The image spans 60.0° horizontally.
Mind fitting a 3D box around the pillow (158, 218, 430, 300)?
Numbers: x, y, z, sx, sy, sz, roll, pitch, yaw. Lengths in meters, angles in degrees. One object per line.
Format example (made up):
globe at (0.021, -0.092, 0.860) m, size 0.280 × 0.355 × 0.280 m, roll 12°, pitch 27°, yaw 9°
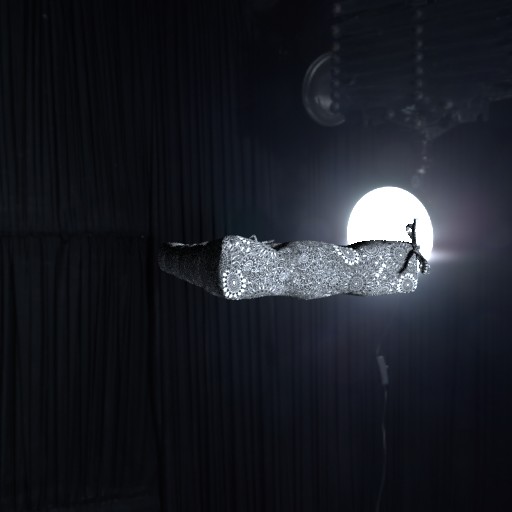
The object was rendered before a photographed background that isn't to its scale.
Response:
pillow at (0.000, 0.000, 1.399) m, size 0.511 × 0.174 × 1.194 m, roll 0°, pitch 1°, yaw -18°
